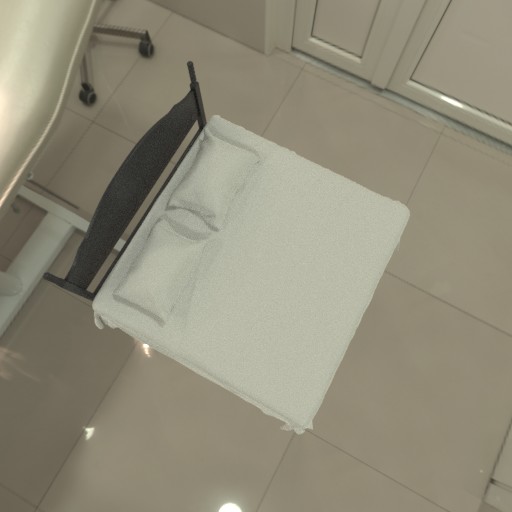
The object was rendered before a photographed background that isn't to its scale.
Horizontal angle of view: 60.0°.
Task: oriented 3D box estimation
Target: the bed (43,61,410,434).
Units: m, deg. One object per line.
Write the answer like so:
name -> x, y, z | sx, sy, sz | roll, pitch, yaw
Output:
bed -> 0.000, 0.000, 3.643 | 2.219, 1.355, 2.322 | 28, 77, 7
